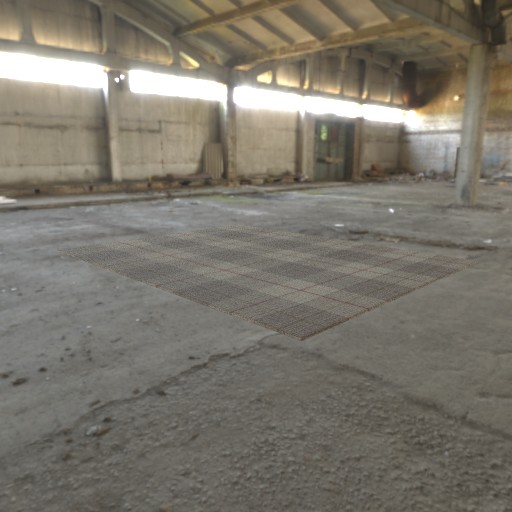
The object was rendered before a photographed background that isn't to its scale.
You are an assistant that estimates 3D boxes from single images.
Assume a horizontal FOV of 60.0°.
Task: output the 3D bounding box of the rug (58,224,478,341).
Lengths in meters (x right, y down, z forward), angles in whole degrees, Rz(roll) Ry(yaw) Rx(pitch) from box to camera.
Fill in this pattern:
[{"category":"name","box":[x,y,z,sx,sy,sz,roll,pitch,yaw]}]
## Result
[{"category":"rug","box":[0.000,0.000,3.951,2.317,0.016,2.959,-12,17,-43]}]
